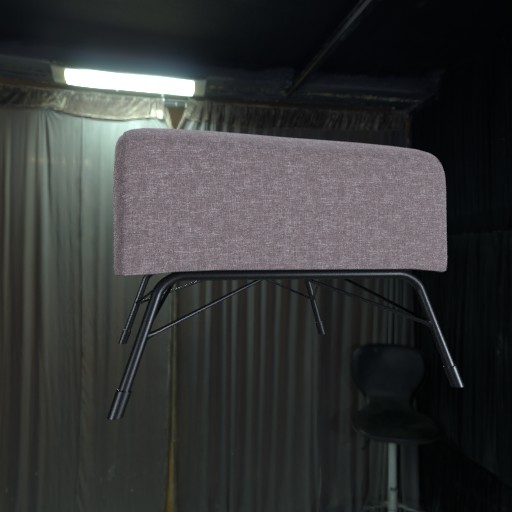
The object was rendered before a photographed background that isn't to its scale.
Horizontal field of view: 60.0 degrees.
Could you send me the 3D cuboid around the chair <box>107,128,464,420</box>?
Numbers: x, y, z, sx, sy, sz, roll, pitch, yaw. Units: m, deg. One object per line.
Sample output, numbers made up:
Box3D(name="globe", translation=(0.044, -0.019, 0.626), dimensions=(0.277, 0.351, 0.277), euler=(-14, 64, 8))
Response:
Box3D(name="chair", translation=(0.000, 0.000, 0.872), dimensions=(0.530, 0.410, 0.530), euler=(0, -1, -16))
